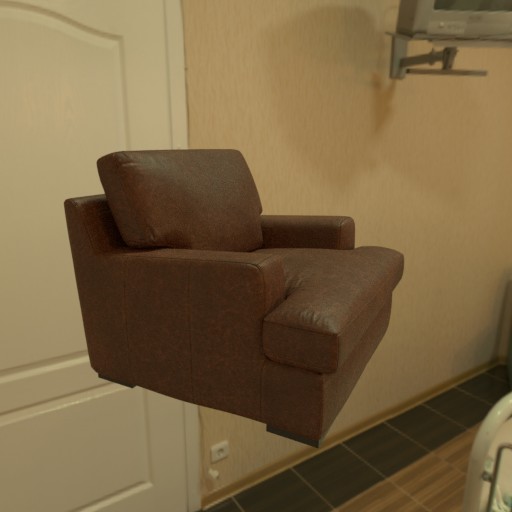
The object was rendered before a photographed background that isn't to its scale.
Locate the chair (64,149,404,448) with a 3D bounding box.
[{"bbox_3d":[0.000,0.000,2.013,1.143,0.939,1.168,7,16,27],"label":"chair"}]
